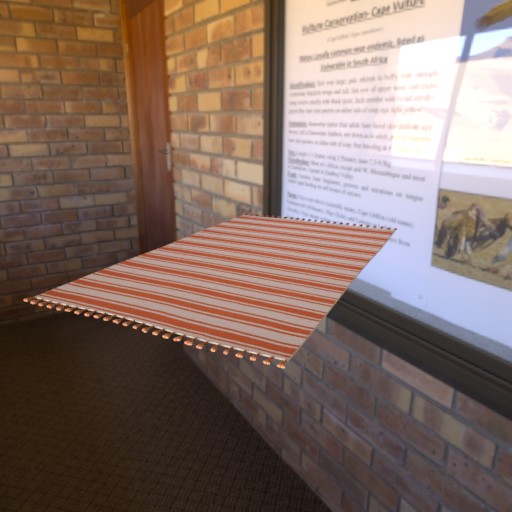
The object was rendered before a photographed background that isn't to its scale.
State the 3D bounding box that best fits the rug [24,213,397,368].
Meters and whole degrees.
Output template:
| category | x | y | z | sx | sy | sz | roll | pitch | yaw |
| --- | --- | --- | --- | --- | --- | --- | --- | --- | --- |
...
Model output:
| category | x | y | z | sx | sy | sz | roll | pitch | yaw |
| --- | --- | --- | --- | --- | --- | --- | --- | --- | --- |
| rug | 0.000 | 0.000 | 2.550 | 1.232 | 0.017 | 2.092 | 8 | 19 | 25 |
